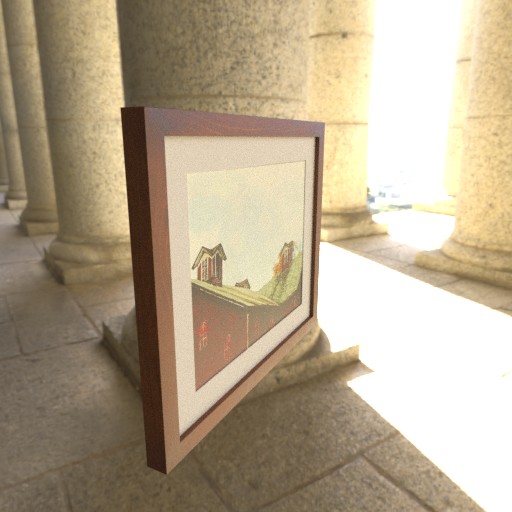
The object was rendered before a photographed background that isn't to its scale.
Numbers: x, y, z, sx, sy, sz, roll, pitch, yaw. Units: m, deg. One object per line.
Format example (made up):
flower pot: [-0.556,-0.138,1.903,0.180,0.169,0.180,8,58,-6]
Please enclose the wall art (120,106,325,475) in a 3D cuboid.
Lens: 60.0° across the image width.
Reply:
wall art: [0.000,0.000,0.765,0.033,0.457,0.558,8,17,27]
